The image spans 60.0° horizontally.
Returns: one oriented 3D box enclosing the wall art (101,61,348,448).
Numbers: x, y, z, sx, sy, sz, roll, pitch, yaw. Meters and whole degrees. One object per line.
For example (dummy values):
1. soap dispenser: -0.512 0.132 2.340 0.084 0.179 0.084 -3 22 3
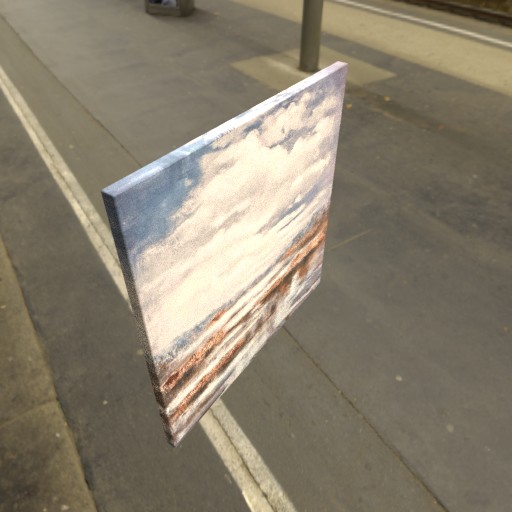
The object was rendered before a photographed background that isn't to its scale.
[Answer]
1. wall art: 0.000 0.000 1.330 0.035 0.897 0.888 25 46 26
